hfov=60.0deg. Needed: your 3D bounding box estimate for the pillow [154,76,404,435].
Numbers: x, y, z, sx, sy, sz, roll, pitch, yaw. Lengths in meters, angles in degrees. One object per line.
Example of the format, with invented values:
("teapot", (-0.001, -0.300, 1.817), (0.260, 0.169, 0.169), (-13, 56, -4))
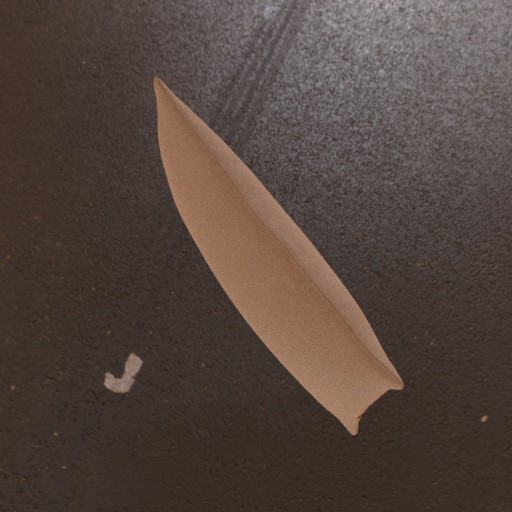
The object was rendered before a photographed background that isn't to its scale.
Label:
("pillow", (0.000, 0.000, 0.736), (0.148, 0.308, 0.612), (-30, 64, -16))
